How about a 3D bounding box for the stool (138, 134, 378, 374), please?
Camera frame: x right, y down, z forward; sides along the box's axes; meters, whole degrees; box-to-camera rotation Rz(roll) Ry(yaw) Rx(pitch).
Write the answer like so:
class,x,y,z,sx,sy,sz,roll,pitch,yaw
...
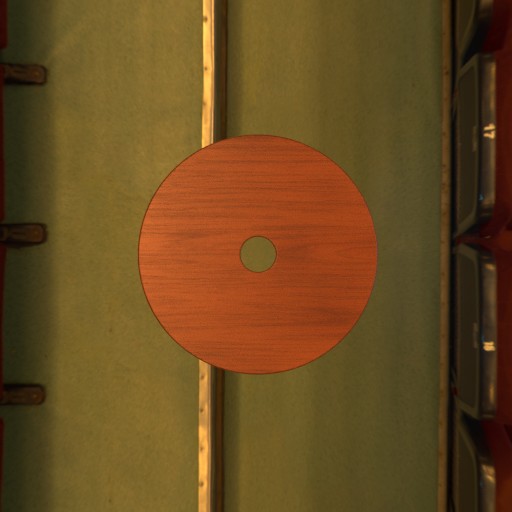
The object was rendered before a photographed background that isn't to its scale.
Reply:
class,x,y,z,sx,sy,sz,roll,pitch,yaw
stool,0.000,0.000,0.920,0.455,0.610,0.455,0,90,-1
